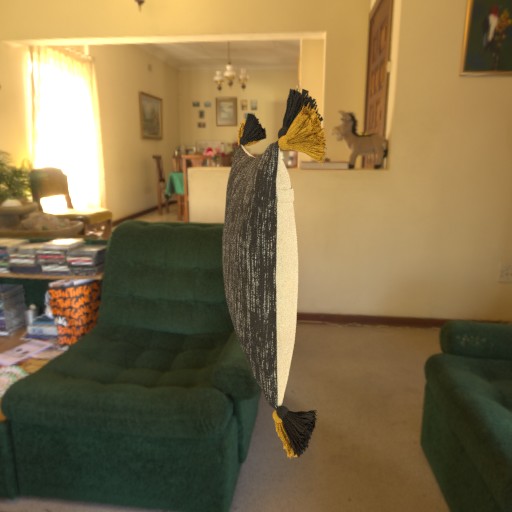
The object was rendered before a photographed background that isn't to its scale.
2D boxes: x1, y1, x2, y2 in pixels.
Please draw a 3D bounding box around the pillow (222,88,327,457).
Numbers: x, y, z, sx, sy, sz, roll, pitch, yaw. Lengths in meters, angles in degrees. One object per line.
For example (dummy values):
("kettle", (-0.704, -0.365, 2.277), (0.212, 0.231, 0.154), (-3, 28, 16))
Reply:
("pillow", (0.000, 0.000, 0.991), (0.139, 0.659, 0.654), (-2, 14, -9))
